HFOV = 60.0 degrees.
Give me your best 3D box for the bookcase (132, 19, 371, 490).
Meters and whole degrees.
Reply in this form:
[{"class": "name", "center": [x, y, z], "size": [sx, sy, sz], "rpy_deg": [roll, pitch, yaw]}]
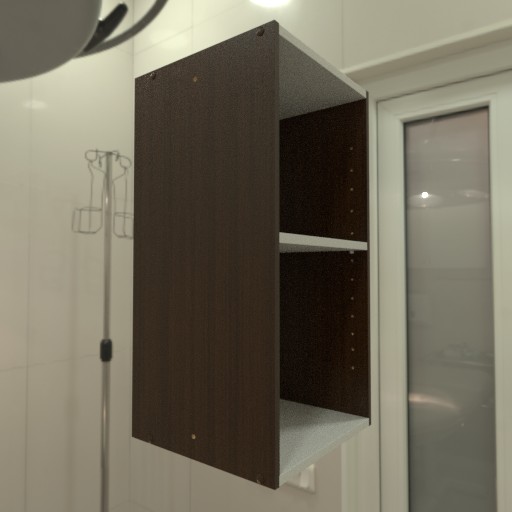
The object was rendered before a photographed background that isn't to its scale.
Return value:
[{"class": "bookcase", "center": [0.000, 0.000, 0.771], "size": [0.290, 0.600, 0.300], "rpy_deg": [-1, -2, 38]}]
